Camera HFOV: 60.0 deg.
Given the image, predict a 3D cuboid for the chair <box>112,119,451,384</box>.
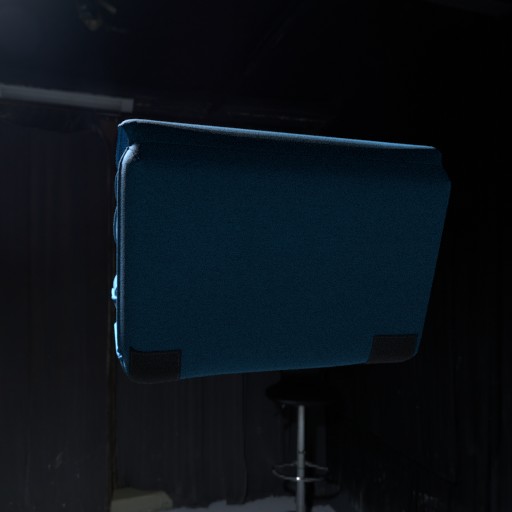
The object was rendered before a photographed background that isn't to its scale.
[{"bbox_3d":[0.000,0.000,1.322,0.820,0.580,0.780,0,0,-18],"label":"chair"}]
